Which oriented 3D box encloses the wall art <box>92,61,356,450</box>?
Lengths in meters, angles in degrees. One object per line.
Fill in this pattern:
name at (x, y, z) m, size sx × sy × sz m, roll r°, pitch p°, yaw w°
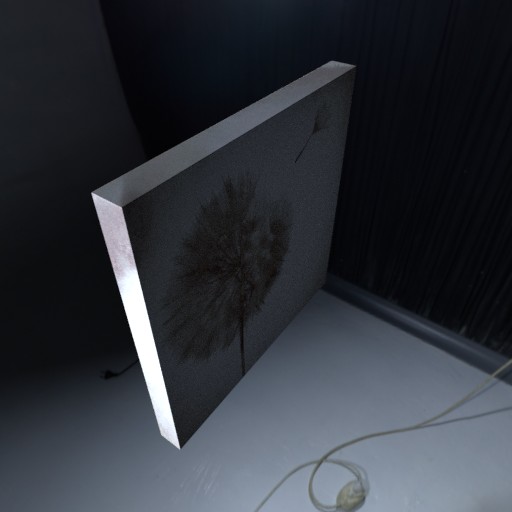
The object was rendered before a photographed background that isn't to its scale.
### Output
wall art at (0.000, 0.000, 0.456) m, size 0.028 × 0.303 × 0.303 m, roll 26°, pitch 47°, yaw 26°
